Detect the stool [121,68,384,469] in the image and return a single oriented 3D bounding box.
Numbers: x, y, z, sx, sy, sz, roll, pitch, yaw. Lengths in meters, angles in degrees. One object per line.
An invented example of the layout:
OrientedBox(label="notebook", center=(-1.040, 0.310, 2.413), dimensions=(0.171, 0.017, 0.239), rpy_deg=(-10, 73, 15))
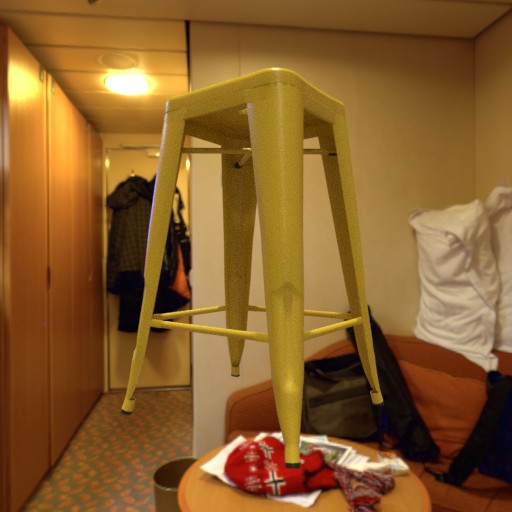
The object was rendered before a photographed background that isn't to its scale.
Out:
OrientedBox(label="stool", center=(0.000, 0.000, 0.882), dimensions=(0.399, 0.609, 0.359), rpy_deg=(0, 0, 36))
